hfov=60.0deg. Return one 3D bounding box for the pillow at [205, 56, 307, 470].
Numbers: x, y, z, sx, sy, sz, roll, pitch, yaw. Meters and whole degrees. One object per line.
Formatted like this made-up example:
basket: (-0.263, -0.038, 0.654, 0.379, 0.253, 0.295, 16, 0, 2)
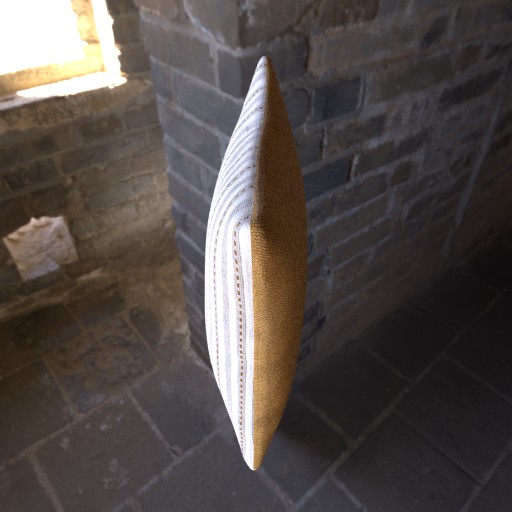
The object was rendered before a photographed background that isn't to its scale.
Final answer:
pillow: (0.000, 0.000, 0.647, 0.147, 0.437, 0.432, 1, 41, 1)
